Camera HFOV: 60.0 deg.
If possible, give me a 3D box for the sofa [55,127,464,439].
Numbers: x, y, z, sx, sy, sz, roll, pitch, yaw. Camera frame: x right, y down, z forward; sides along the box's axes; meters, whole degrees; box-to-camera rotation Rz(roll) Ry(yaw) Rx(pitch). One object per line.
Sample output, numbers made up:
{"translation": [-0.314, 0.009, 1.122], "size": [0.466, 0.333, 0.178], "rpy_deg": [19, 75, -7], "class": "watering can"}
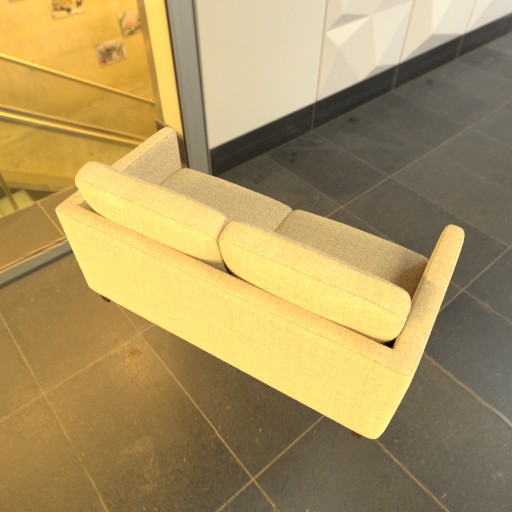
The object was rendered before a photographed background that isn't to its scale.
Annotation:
{"translation": [0.000, 0.000, 2.413], "size": [1.884, 0.963, 0.950], "rpy_deg": [23, 52, 20], "class": "sofa"}
